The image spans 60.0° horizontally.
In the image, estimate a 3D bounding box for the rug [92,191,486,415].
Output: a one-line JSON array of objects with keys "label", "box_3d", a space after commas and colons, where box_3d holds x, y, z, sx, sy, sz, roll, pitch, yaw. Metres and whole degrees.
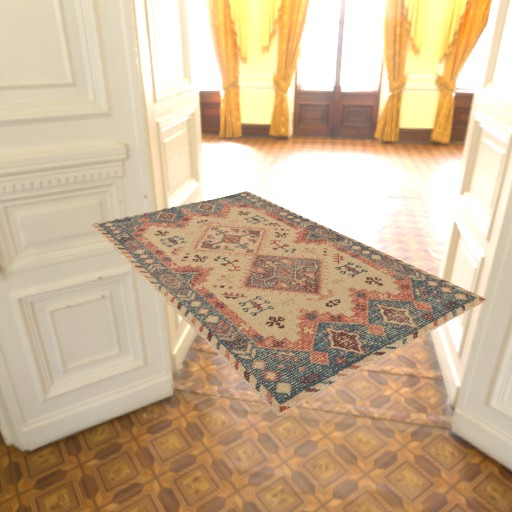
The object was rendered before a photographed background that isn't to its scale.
[{"label": "rug", "box_3d": [0.000, 0.000, 3.059, 1.521, 0.023, 2.464, -17, 31, -31]}]
